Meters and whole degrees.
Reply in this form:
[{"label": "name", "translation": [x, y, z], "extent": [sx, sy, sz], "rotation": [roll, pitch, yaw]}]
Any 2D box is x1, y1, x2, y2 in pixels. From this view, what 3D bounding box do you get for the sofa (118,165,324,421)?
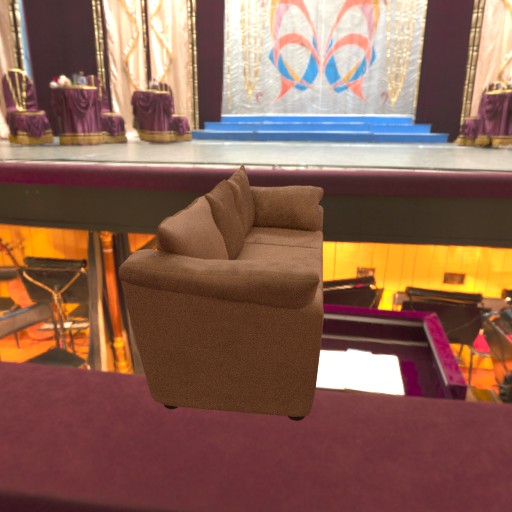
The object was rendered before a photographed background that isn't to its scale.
[{"label": "sofa", "translation": [0.000, 0.000, 2.942], "extent": [0.893, 0.981, 2.377], "rotation": [2, 17, 8]}]
